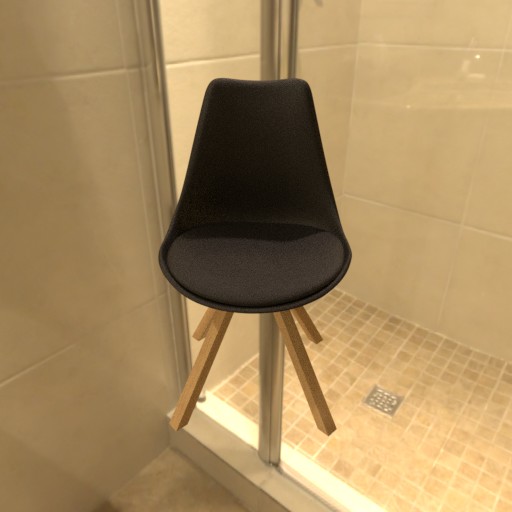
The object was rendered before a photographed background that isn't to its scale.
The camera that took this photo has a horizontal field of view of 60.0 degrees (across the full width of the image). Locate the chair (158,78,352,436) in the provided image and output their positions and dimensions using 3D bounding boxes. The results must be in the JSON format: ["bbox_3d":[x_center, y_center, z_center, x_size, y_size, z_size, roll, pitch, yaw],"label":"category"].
[{"bbox_3d":[0.000,0.000,1.213,0.485,0.850,0.549,1,29,2],"label":"chair"}]
